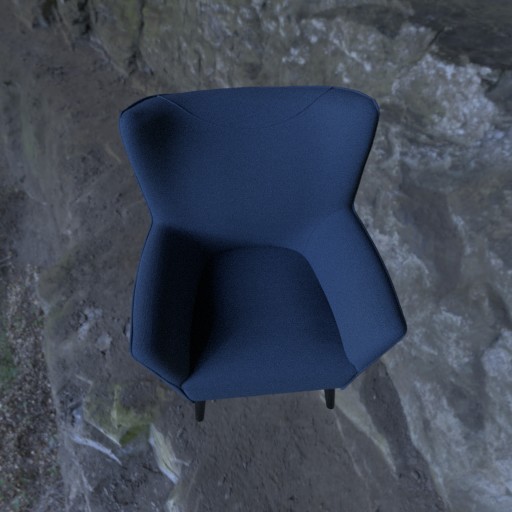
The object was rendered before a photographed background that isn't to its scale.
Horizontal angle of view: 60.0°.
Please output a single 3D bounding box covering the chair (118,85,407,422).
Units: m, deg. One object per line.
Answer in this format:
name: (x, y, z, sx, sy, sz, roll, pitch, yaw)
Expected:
chair: (0.000, 0.000, 1.545, 0.781, 0.933, 0.888, -4, 48, -4)
